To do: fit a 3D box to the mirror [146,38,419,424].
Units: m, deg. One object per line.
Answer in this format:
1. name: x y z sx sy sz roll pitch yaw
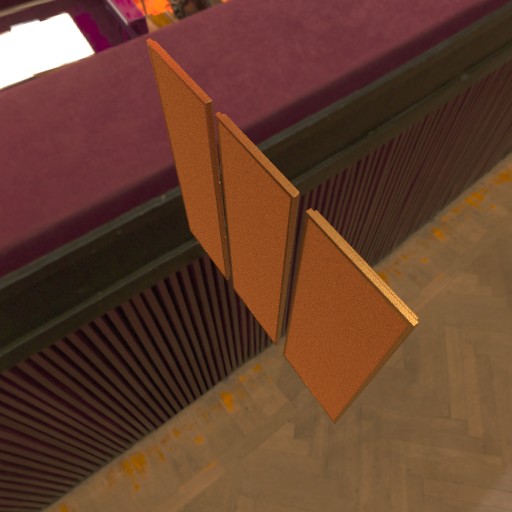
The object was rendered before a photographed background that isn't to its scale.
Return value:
1. mirror: 0.000 0.000 1.396 0.023 0.926 1.011 -31 64 -17
